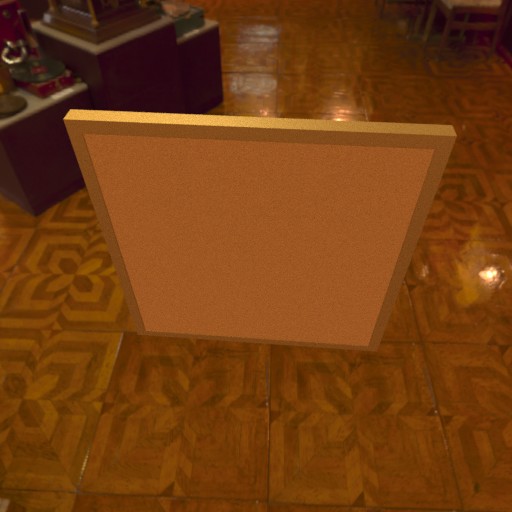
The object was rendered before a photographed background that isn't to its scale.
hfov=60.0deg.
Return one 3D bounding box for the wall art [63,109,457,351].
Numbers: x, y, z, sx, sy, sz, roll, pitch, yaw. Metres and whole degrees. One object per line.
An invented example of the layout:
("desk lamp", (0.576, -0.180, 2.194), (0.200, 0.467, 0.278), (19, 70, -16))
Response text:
("wall art", (0.000, 0.000, 2.895), (1.926, 1.926, 0.099), (3, 47, 3))
